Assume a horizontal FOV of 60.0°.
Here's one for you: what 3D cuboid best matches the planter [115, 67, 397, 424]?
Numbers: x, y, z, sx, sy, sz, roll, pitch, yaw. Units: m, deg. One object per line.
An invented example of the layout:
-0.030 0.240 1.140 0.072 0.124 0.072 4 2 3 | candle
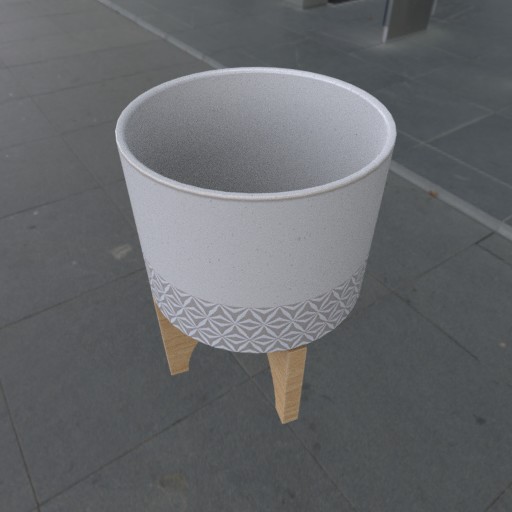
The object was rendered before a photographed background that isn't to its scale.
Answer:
0.000 0.000 0.517 0.249 0.343 0.249 0 43 0 | planter
